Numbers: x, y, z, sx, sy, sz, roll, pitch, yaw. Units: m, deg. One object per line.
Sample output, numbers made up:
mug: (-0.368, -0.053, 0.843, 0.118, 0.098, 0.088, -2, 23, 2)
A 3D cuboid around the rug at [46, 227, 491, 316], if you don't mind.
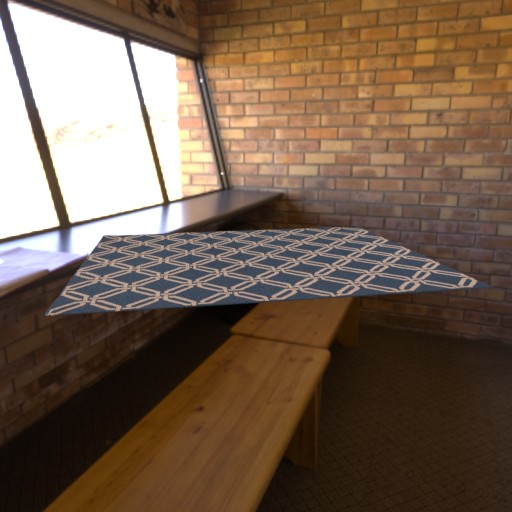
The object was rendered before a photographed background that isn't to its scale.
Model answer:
rug: (0.000, 0.000, 3.847, 2.867, 0.020, 2.277, -3, 15, -10)
